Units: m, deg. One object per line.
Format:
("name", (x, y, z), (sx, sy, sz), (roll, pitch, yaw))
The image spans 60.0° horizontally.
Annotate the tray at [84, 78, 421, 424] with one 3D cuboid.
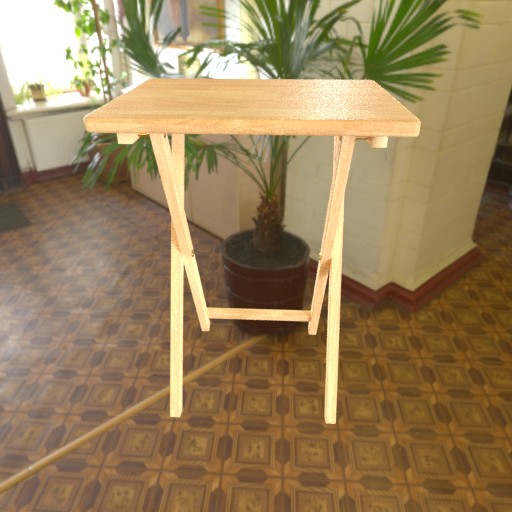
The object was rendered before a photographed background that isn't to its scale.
("tray", (0.000, 0.000, 0.952), (0.483, 0.660, 0.381), (1, 30, 3))
